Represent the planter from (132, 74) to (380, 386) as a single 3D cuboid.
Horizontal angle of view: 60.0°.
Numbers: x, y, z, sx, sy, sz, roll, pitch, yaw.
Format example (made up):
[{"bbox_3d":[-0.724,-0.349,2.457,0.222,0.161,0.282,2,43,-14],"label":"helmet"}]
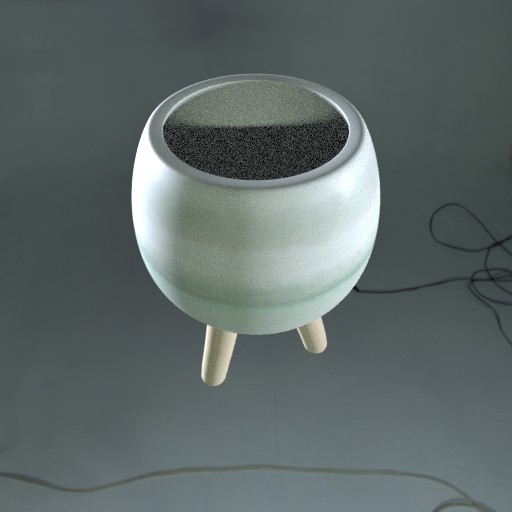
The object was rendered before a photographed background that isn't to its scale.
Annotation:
[{"bbox_3d":[0.000,0.000,0.334,0.161,0.224,0.161,0,47,0],"label":"planter"}]
